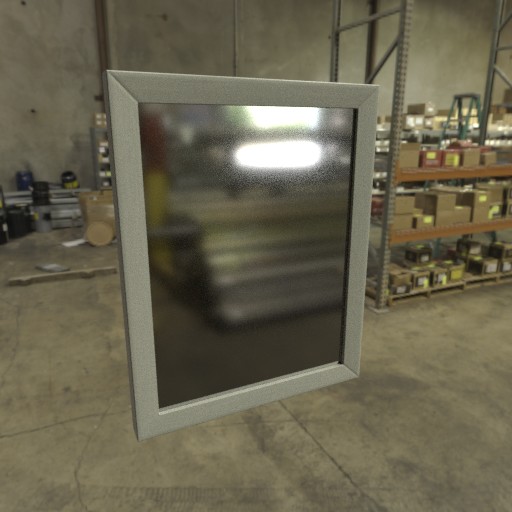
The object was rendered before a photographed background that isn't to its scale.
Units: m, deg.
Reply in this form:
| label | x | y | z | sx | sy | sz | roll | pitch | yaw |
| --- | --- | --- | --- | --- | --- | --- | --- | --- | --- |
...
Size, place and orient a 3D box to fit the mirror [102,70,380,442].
| label | x | y | z | sx | sy | sz | roll | pitch | yaw |
| --- | --- | --- | --- | --- | --- | --- | --- | --- | --- |
| mirror | 0.000 | 0.000 | 0.685 | 0.405 | 0.508 | 0.041 | -8 | 17 | -25 |
